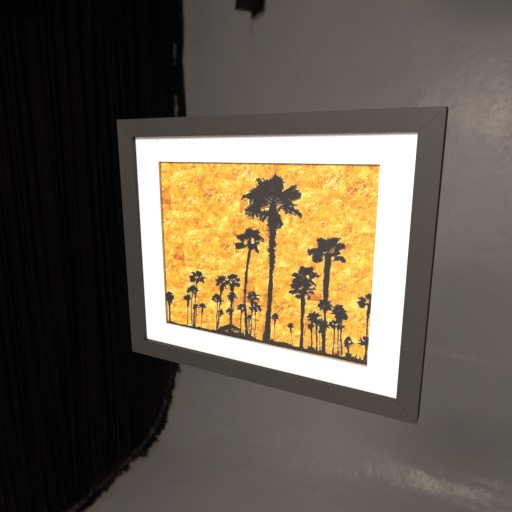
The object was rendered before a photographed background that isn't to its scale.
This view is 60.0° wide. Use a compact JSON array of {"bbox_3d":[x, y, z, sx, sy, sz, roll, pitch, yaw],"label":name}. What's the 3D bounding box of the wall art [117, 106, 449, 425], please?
[{"bbox_3d":[0.000,0.000,0.754,0.561,0.460,0.028,7,15,26],"label":"wall art"}]
